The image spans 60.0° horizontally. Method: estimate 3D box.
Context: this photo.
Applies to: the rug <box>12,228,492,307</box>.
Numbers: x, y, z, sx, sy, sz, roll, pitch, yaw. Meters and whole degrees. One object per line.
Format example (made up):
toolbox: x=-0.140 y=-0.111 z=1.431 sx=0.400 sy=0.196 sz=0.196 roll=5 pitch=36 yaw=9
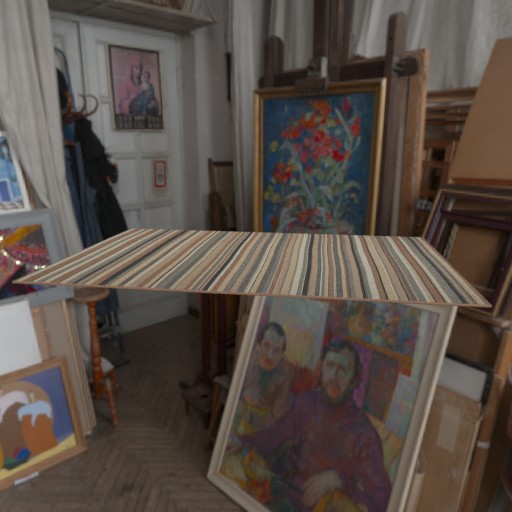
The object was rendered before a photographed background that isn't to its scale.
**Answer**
rug: x=0.000 y=0.000 z=2.949 sx=2.438 sy=0.014 sz=1.523 roll=2 pitch=15 yaw=8
